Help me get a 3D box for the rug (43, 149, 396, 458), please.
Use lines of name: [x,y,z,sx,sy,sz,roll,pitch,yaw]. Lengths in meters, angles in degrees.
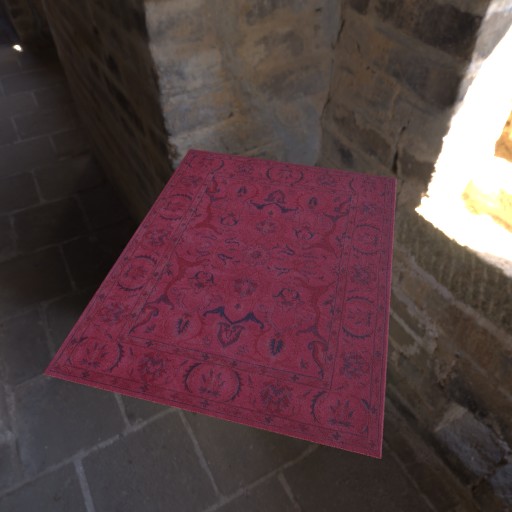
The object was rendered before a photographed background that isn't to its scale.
rug: [0.000,0.000,3.857,2.300,0.012,2.929,10,47,10]
